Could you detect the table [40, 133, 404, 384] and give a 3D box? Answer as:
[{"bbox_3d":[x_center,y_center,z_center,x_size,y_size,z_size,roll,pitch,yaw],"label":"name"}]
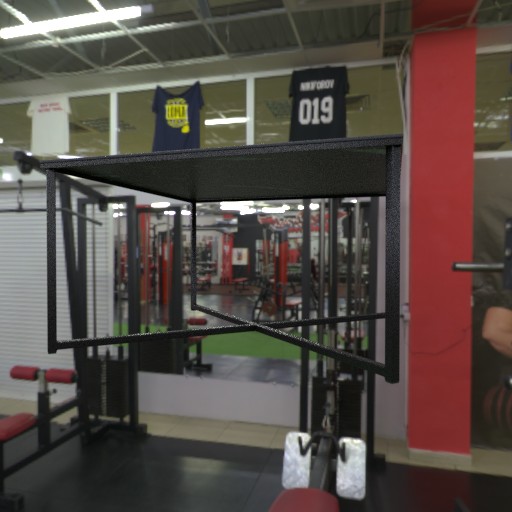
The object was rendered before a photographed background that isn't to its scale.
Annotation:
[{"bbox_3d":[0.000,0.000,1.290,0.800,0.450,0.800,0,1,17],"label":"table"}]
